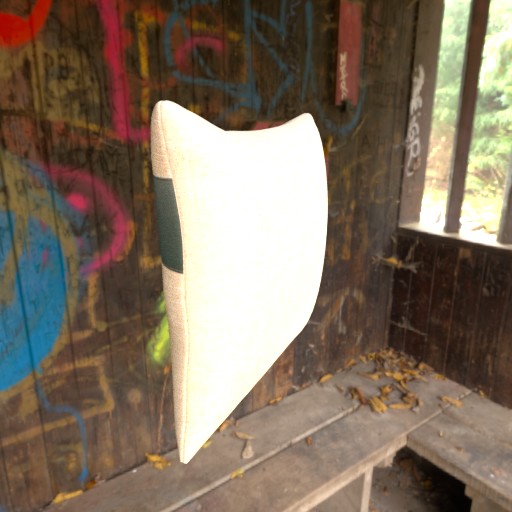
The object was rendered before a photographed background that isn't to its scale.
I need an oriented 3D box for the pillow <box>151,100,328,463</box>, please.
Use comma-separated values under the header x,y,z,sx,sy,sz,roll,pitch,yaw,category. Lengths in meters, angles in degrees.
x,y,z,sx,sy,sz,roll,pitch,yaw,category
0.000,0.000,0.631,0.173,0.399,0.414,7,18,24,pillow
